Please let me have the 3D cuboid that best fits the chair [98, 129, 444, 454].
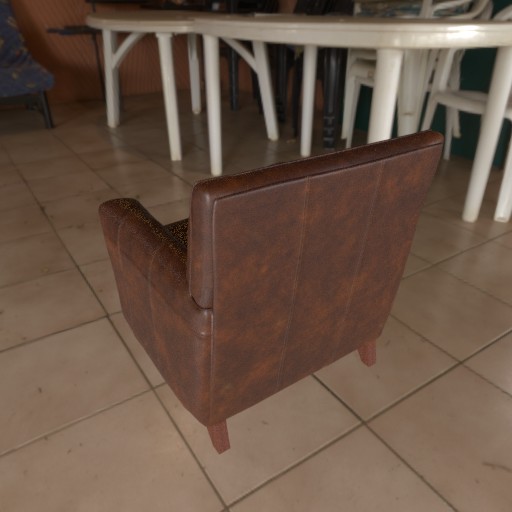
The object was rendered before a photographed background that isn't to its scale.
[{"bbox_3d":[0.000,0.000,1.608,0.870,0.943,0.823,-19,35,-30],"label":"chair"}]
